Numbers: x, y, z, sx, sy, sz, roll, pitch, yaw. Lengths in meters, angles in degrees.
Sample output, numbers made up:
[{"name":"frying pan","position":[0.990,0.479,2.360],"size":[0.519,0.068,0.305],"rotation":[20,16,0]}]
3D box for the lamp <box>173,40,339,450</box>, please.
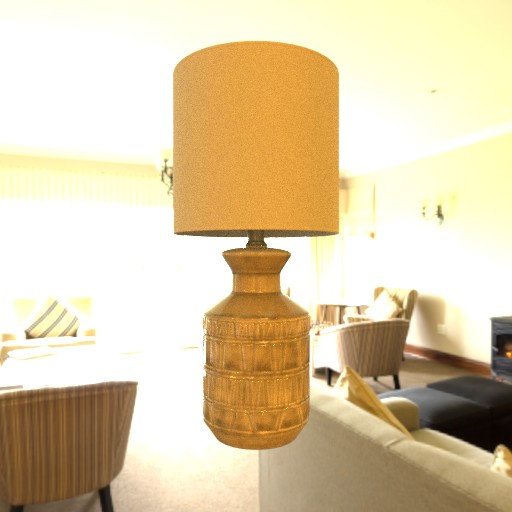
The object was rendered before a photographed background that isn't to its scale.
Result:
[{"name":"lamp","position":[0.000,0.000,0.572],"size":[0.211,0.455,0.211],"rotation":[0,0,18]}]
